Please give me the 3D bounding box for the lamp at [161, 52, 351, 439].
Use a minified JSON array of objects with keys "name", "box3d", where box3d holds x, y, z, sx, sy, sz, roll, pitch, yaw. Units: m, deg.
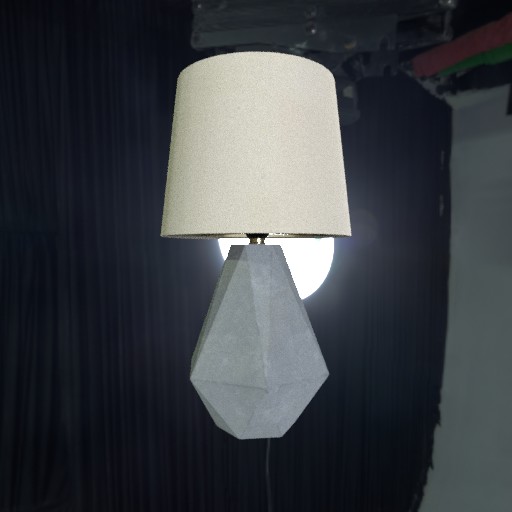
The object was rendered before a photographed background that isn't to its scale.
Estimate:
[{"name":"lamp","box3d":[0.000,0.000,0.657,0.276,0.501,0.276,0,1,0]}]
